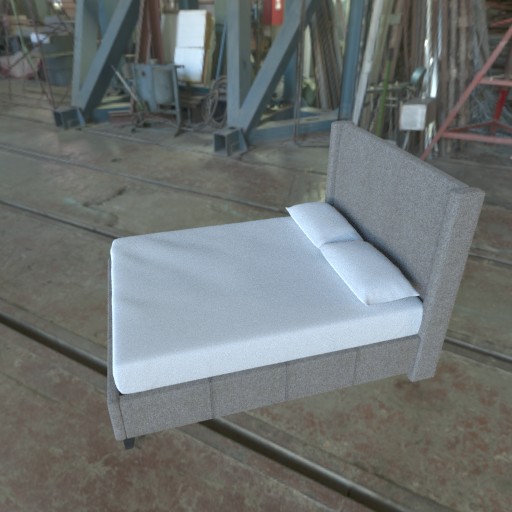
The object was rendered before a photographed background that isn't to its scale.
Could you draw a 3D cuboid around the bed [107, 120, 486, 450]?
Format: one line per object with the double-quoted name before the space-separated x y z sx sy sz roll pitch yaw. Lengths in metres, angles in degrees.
"bed" 0.000 0.000 3.324 2.245 1.481 1.714 -8 32 -14
